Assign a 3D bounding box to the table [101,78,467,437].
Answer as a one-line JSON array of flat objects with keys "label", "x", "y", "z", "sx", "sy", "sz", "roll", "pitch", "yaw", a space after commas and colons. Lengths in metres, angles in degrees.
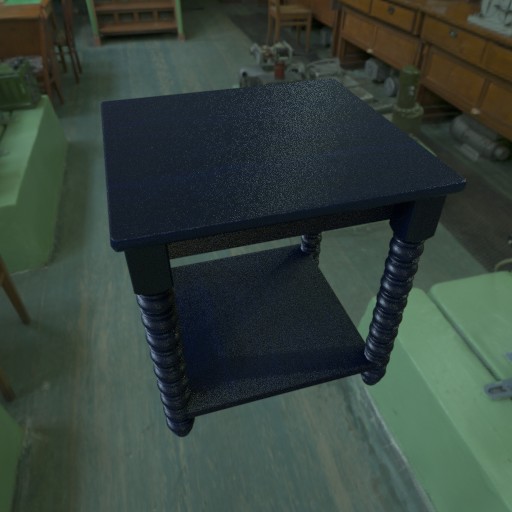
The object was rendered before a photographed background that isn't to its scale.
[{"label": "table", "x": 0.000, "y": 0.000, "z": 0.980, "sx": 0.533, "sy": 0.567, "sz": 0.500, "roll": -11, "pitch": 41, "yaw": -13}]
